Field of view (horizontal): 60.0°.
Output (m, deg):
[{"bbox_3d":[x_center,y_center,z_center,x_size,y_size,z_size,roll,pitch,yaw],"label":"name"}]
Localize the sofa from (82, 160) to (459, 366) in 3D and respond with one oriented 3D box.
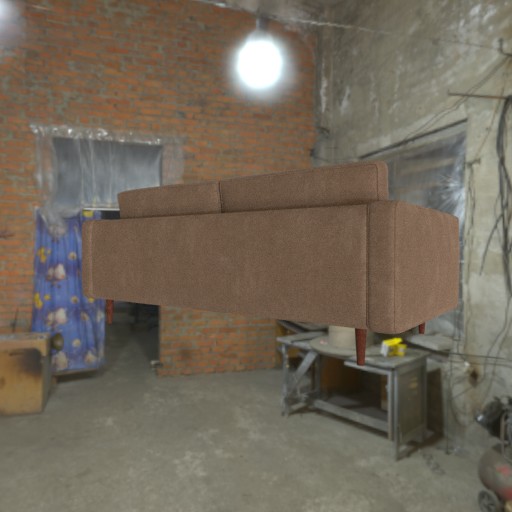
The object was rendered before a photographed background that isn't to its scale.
[{"bbox_3d":[0.000,0.000,2.367,1.883,0.769,0.920,1,1,37],"label":"sofa"}]
